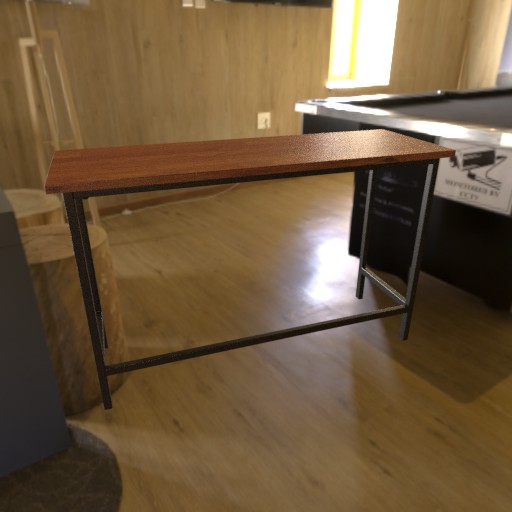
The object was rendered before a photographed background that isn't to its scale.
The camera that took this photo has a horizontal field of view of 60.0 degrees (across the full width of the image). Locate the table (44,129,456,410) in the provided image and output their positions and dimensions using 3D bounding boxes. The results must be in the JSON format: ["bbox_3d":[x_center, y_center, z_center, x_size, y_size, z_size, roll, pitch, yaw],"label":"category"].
[{"bbox_3d":[0.000,0.000,1.560,1.204,0.740,0.408,-8,27,-17],"label":"table"}]
